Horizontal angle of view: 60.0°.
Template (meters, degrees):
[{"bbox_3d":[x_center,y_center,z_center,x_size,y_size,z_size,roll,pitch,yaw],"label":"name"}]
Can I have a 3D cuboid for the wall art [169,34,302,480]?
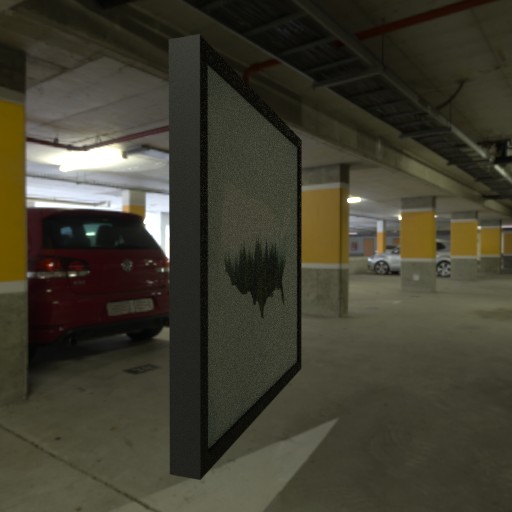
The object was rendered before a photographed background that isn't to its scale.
[{"bbox_3d":[0.000,0.000,0.753,0.040,0.509,0.509,0,1,19],"label":"wall art"}]
